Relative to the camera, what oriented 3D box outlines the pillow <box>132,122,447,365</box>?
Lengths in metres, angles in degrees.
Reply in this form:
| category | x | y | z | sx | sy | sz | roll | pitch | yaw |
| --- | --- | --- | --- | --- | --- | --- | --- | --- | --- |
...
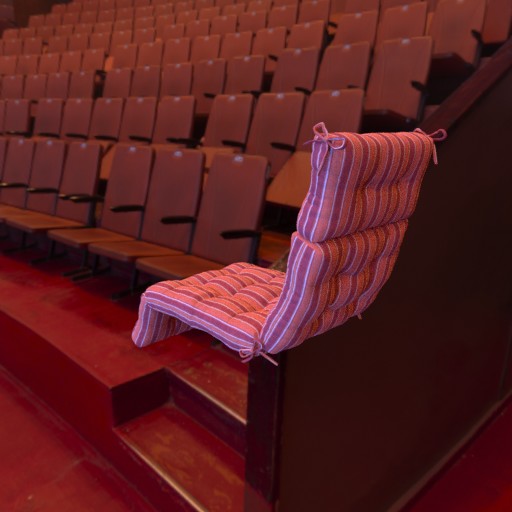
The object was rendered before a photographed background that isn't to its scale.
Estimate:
| category | x | y | z | sx | sy | sz | roll | pitch | yaw |
| --- | --- | --- | --- | --- | --- | --- | --- | --- | --- |
| pillow | 0.000 | 0.000 | 1.523 | 0.526 | 0.863 | 1.016 | -15 | 21 | -42 |
